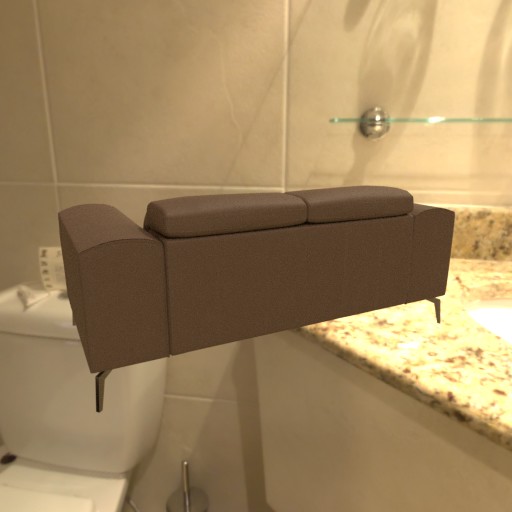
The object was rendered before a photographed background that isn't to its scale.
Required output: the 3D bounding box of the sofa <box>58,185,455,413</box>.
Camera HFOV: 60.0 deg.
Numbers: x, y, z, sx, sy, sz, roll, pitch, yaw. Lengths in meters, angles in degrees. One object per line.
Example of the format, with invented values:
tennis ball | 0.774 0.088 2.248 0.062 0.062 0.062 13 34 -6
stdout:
sofa | 0.000 0.000 2.399 1.895 0.779 1.003 -8 17 -26
